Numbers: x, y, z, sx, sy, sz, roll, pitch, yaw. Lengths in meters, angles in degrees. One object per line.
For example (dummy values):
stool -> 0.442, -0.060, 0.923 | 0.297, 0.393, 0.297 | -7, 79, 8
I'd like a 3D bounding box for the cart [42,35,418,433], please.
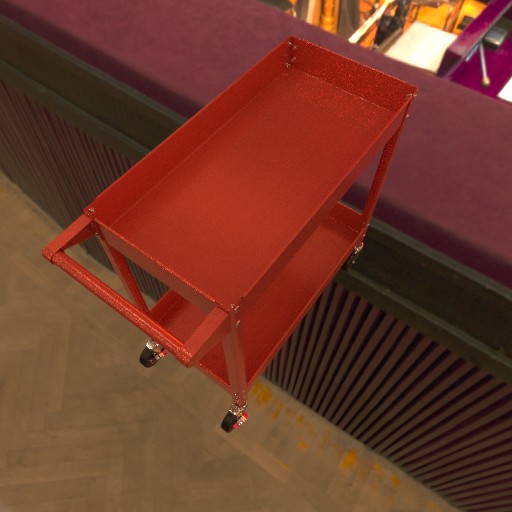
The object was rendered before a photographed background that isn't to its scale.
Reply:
cart -> 0.000, 0.000, 1.161 | 0.366, 0.719, 0.779 | 32, 63, 18
